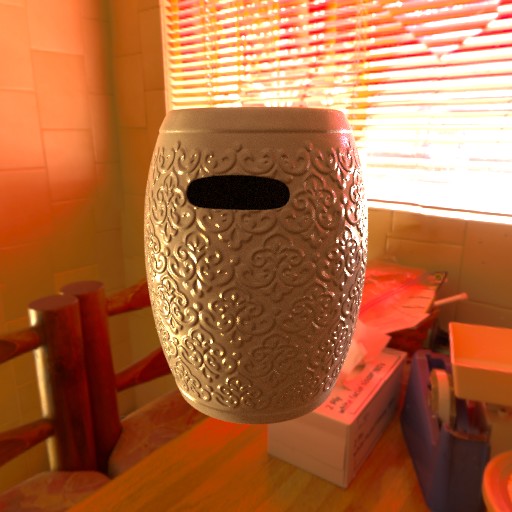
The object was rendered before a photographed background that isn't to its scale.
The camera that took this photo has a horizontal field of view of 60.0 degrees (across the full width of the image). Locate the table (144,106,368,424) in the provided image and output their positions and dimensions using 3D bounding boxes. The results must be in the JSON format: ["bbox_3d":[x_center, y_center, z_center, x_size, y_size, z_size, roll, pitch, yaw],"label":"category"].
[{"bbox_3d":[0.000,0.000,0.638,0.309,0.397,0.309,0,15,0],"label":"table"}]
